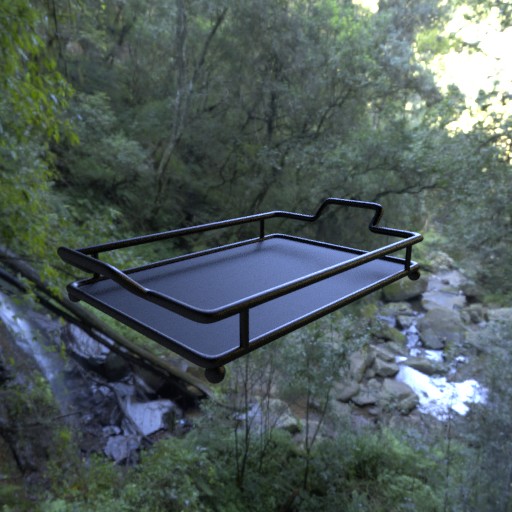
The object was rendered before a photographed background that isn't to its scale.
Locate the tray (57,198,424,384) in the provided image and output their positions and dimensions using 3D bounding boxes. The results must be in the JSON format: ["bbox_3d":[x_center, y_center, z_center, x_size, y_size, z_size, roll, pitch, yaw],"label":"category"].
[{"bbox_3d":[0.000,0.000,0.613,0.297,0.101,0.495,15,21,42],"label":"tray"}]
